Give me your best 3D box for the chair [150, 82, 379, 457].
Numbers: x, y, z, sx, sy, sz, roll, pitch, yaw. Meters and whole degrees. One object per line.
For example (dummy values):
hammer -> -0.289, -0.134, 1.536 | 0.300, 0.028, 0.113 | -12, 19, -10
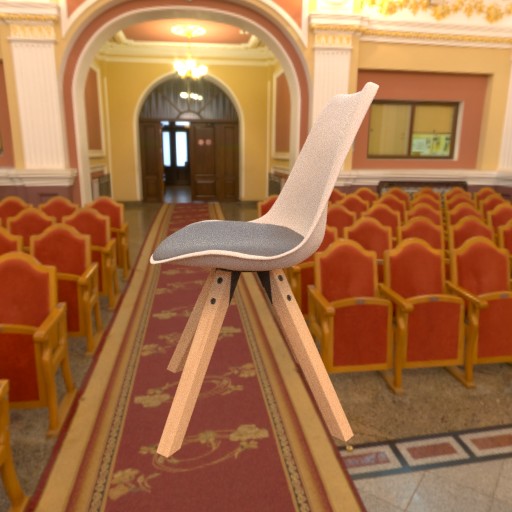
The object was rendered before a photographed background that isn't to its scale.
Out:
chair -> 0.000, 0.000, 1.183 | 0.550, 0.850, 0.485 | -2, 13, -8
